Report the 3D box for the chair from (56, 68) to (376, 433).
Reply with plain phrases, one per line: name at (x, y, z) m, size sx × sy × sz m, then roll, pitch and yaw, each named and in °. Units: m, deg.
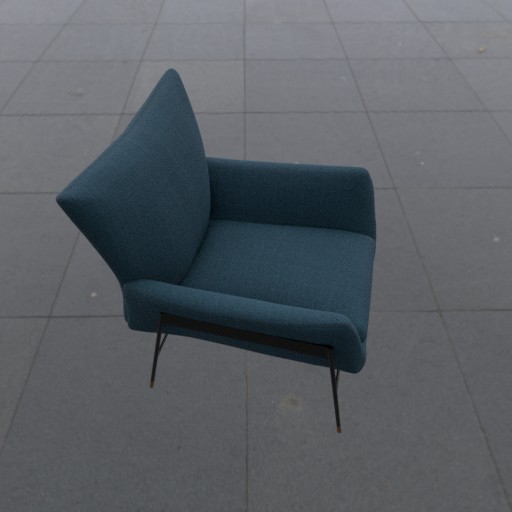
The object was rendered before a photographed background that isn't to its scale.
chair at (0.000, 0.000, 1.420) m, size 0.769 × 0.859 × 0.678 m, roll 10°, pitch 48°, yaw 9°
